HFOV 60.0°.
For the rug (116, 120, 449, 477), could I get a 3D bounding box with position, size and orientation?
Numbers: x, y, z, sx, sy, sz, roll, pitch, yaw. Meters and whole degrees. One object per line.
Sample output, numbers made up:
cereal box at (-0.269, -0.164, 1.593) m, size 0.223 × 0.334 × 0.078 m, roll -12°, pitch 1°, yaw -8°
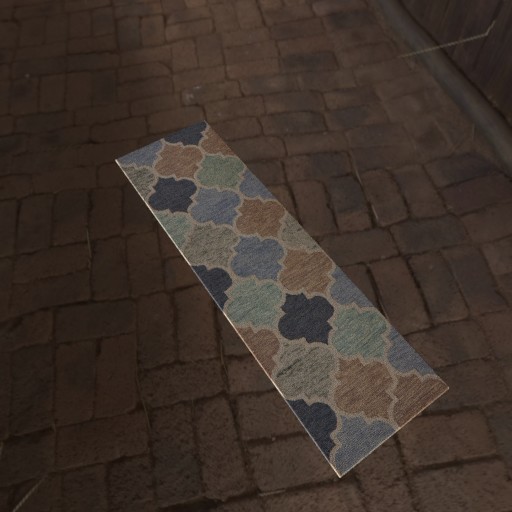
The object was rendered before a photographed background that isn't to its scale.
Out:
rug at (0.000, 0.000, 2.528) m, size 0.687 × 0.011 × 2.287 m, roll -30°, pitch 63°, yaw -18°
